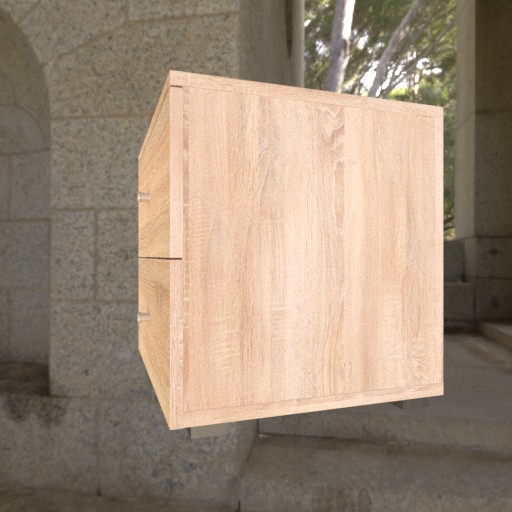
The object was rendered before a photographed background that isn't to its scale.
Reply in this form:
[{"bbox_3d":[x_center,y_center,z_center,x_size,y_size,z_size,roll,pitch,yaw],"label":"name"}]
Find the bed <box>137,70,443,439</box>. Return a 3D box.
[{"bbox_3d":[0.000,0.000,0.776,0.401,0.420,0.460,0,0,-19],"label":"bed"}]
